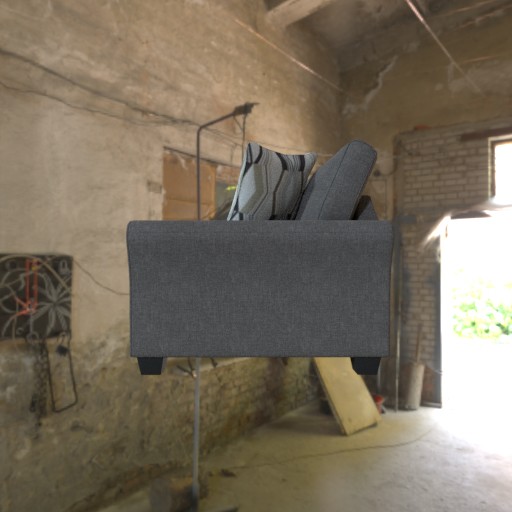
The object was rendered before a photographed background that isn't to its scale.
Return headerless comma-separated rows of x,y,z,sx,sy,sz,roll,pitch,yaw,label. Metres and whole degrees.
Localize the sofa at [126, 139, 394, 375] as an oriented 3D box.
0.000,0.000,2.436,0.889,0.813,2.032,0,0,0,sofa
